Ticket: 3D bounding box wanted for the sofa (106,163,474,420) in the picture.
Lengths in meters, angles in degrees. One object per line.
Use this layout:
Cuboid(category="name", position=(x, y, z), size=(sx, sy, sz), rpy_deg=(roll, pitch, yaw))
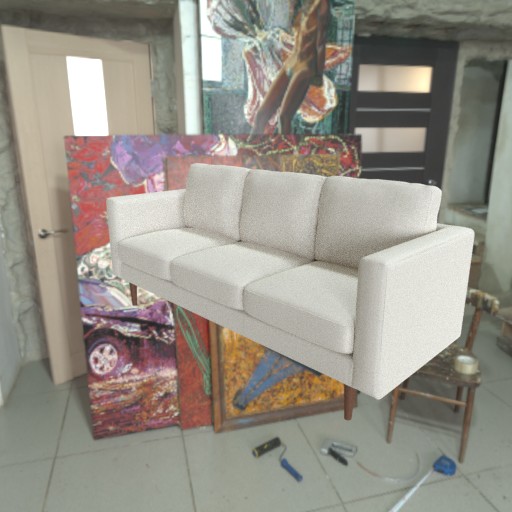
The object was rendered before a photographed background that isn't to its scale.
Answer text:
Cuboid(category="sofa", position=(0.000, 0.000, 2.484), size=(0.802, 0.912, 2.029), rpy_deg=(-15, 22, -42))
